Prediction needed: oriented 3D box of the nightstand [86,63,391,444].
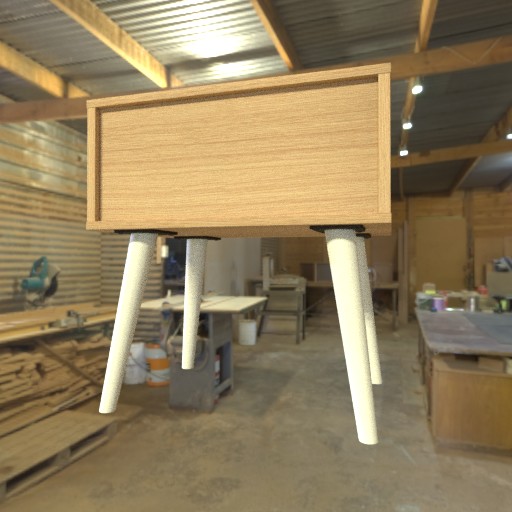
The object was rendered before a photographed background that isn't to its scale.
[{"bbox_3d":[0.000,0.000,0.978,0.571,0.610,0.407,0,0,17],"label":"nightstand"}]
